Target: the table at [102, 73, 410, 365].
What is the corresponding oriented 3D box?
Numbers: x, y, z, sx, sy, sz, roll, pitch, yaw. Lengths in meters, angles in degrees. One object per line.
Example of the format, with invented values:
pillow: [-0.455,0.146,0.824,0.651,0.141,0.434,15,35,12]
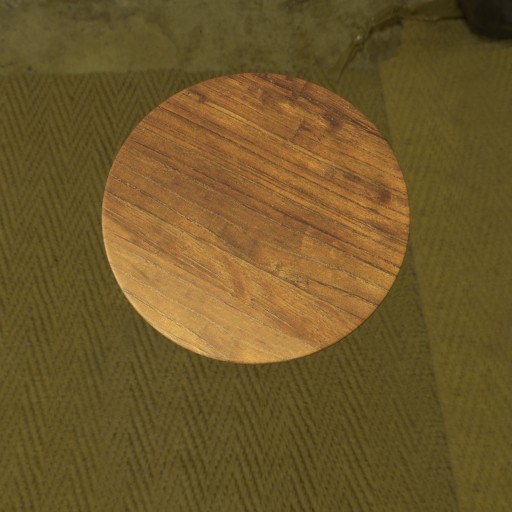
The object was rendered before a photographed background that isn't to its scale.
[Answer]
table: [0.000,0.000,0.823,0.400,0.520,0.400,0,75,0]
